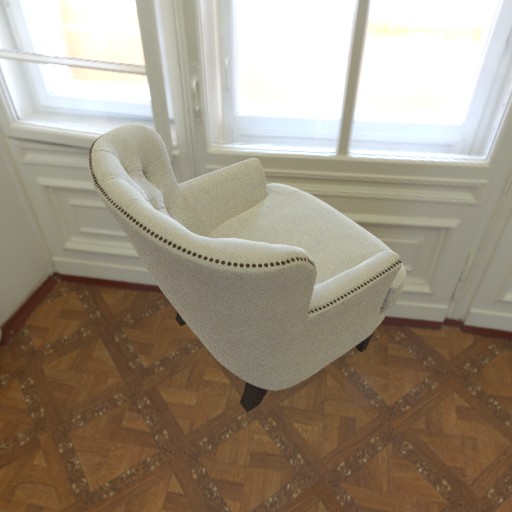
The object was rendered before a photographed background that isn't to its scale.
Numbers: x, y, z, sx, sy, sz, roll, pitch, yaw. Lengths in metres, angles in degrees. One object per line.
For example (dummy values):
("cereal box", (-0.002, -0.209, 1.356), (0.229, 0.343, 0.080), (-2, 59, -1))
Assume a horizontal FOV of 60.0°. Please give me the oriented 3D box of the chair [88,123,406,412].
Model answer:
("chair", (0.000, 0.000, 1.557), (0.906, 0.868, 0.848), (-26, 47, -26))
